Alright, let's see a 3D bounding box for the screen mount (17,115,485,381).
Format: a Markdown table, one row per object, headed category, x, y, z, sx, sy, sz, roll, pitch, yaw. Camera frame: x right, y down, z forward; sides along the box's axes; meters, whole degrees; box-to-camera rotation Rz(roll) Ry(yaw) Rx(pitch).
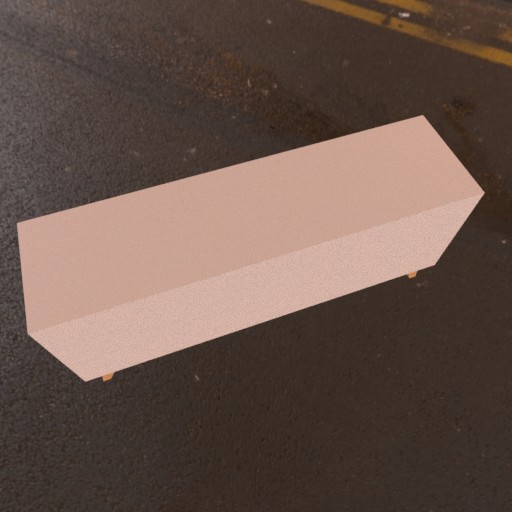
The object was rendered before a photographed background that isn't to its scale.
| category | x | y | z | sx | sy | sz | roll | pitch | yaw |
| --- | --- | --- | --- | --- | --- | --- | --- | --- | --- |
| screen mount | 0.000 | 0.000 | 1.723 | 1.490 | 0.619 | 0.400 | -17 | 60 | -10 |
